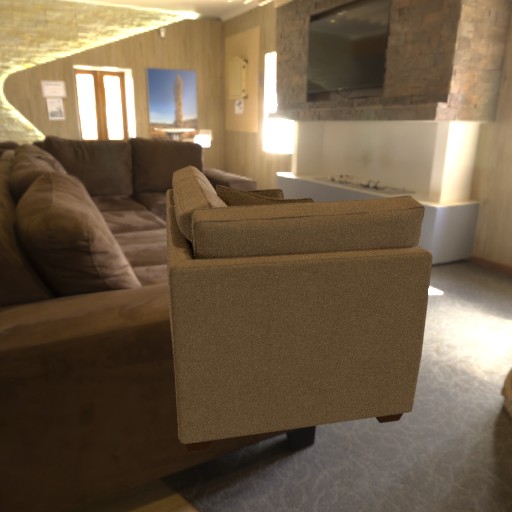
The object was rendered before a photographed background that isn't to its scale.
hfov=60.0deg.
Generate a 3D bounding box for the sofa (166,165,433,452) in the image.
[{"bbox_3d":[0.000,0.000,2.822,1.110,1.019,2.238,-3,17,-11],"label":"sofa"}]
